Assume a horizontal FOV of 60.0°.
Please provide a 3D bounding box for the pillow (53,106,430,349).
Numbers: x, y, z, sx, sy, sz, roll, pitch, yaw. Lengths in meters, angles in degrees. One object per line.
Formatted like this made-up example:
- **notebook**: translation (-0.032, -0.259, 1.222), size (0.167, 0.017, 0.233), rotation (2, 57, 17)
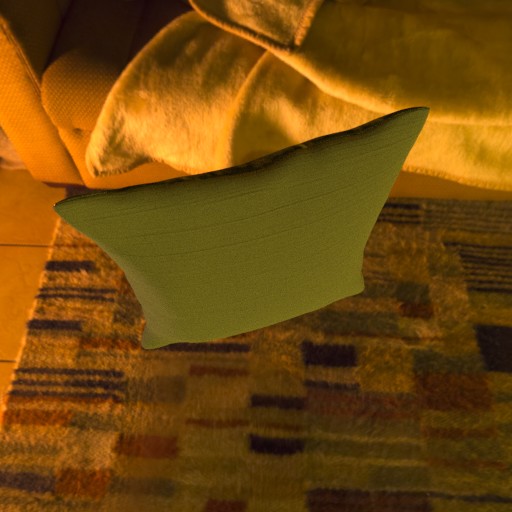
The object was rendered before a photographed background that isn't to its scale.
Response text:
- **pillow**: translation (0.000, 0.000, 0.714), size (0.470, 0.464, 0.175), rotation (-15, 60, -9)
